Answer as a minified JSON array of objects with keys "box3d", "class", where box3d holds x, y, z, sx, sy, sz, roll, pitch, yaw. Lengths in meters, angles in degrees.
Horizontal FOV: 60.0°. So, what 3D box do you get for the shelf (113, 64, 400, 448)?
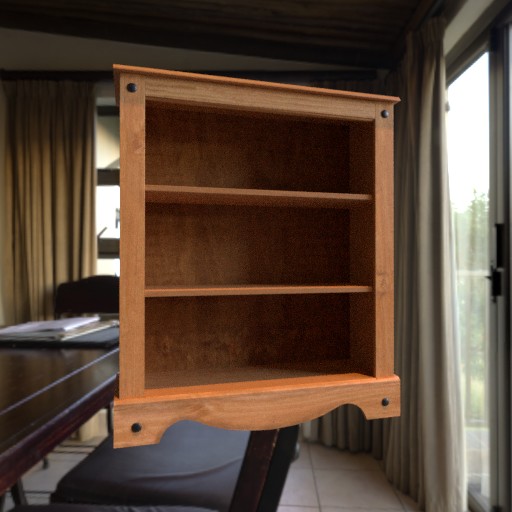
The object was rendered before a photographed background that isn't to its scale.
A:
[{"box3d":[0.000,0.000,1.379,0.840,0.980,0.291,0,0,-16],"class":"shelf"}]
